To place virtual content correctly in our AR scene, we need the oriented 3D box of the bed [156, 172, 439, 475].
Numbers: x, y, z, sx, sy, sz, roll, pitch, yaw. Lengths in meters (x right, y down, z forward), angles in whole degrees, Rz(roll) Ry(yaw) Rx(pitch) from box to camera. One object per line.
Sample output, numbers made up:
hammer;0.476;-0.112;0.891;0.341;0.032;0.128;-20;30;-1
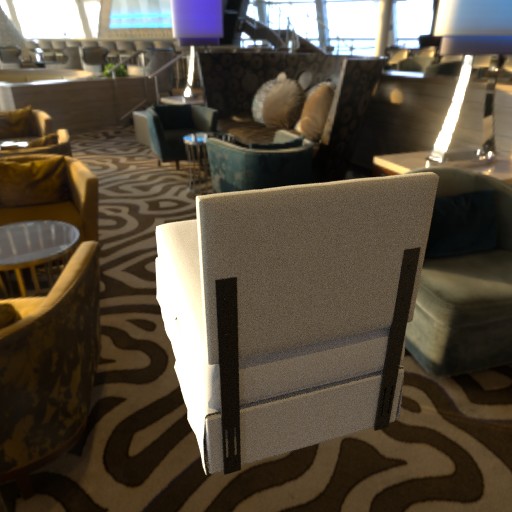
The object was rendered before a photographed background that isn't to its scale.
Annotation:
bed;0.000;0.000;3.050;1.261;1.571;1.997;-8;27;-17
